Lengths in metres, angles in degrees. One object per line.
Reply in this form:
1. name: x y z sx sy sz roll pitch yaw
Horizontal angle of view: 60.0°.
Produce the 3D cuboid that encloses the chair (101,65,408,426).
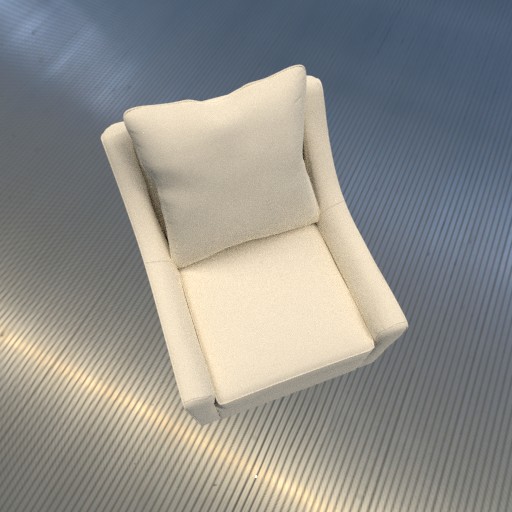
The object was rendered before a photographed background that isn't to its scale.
1. chair: 0.000 0.000 1.577 0.756 0.965 0.876 -18 65 -9
